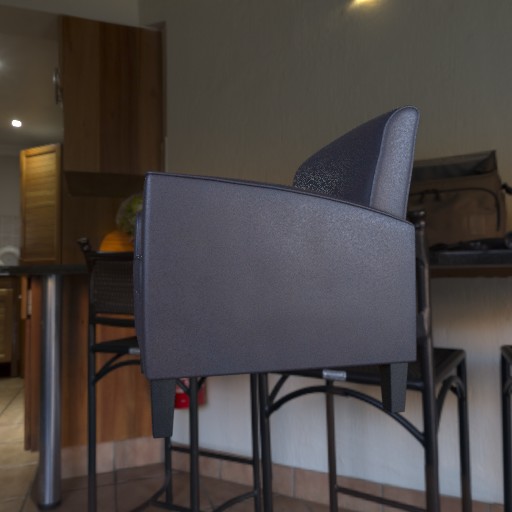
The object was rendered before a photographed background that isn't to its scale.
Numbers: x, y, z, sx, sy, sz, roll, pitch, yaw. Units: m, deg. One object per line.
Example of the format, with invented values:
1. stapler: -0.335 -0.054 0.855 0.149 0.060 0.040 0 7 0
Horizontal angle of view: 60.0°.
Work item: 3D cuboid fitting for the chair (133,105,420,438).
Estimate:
1. chair: 0.000 0.000 1.552 0.819 0.916 0.820 1 -2 -17
